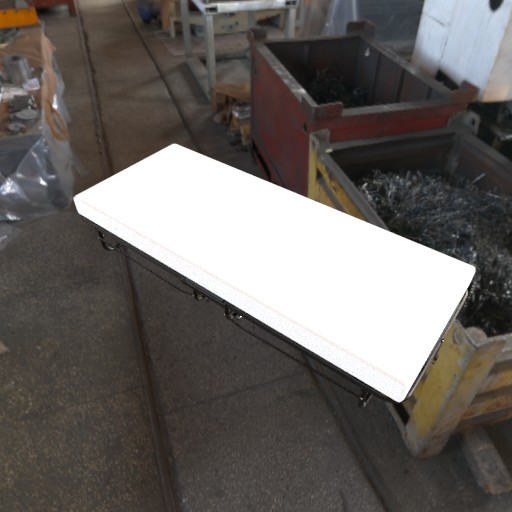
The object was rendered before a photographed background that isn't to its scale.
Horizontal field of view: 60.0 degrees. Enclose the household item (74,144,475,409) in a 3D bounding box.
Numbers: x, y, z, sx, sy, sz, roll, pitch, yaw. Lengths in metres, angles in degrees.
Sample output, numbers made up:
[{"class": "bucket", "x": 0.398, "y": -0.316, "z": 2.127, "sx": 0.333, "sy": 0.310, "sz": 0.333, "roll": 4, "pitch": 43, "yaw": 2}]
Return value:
[{"class": "household item", "x": 0.000, "y": 0.000, "z": 2.239, "sx": 1.905, "sy": 0.356, "sz": 0.787, "roll": 27, "pitch": 49, "yaw": 27}]
